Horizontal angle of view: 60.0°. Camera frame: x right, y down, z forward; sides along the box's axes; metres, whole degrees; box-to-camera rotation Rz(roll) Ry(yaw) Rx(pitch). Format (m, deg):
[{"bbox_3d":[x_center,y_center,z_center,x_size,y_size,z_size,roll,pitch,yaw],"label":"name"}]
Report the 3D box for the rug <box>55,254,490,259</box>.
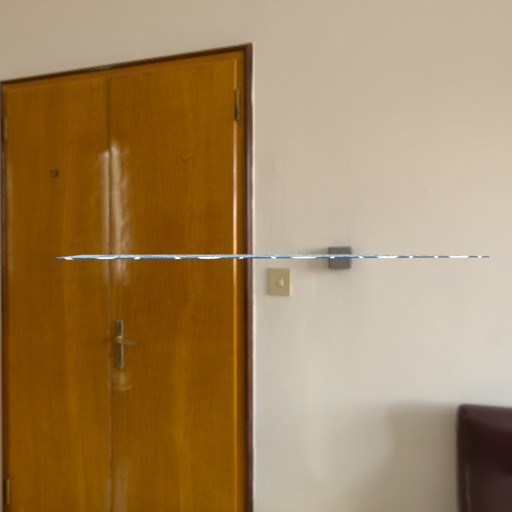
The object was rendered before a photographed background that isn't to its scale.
[{"bbox_3d":[0.000,0.000,4.367,3.353,0.010,2.438,0,1,-18],"label":"rug"}]
